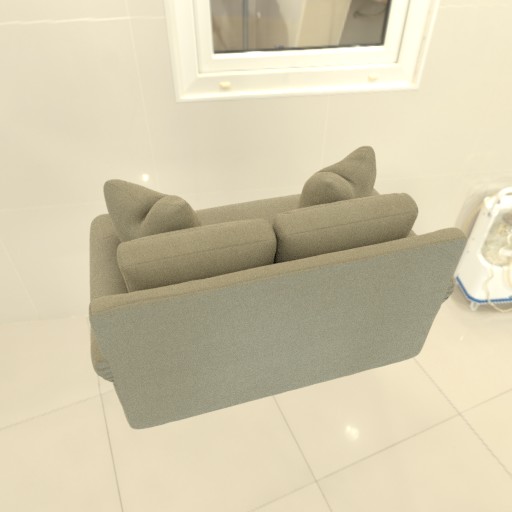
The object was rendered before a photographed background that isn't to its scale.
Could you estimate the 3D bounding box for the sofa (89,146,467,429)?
[{"bbox_3d":[0.000,0.000,2.181,1.550,0.905,1.070,-11,43,-12],"label":"sofa"}]
